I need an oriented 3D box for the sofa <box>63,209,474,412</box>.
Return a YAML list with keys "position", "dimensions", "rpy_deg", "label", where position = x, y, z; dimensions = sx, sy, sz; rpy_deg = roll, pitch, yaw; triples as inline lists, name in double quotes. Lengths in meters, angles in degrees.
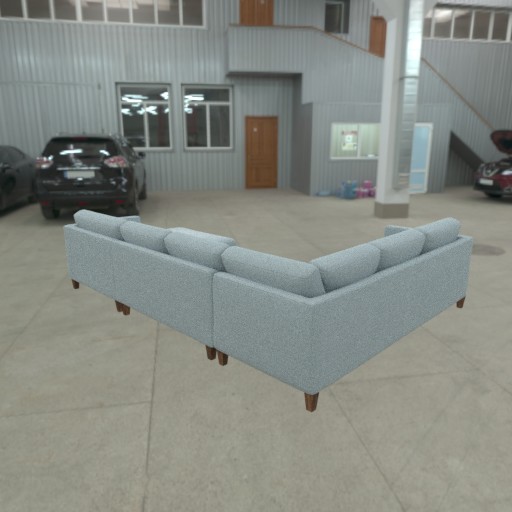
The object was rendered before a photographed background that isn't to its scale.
- position: [0.000, 0.000, 4.547]
  dimensions: [3.403, 0.889, 2.551]
  rpy_deg: [14, 20, 43]
  label: "sofa"
